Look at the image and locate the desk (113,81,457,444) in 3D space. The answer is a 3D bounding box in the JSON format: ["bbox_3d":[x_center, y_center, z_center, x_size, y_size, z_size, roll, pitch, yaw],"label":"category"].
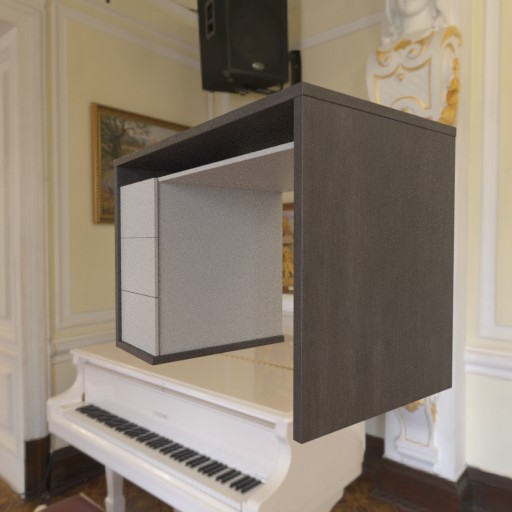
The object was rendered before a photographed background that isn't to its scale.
[{"bbox_3d":[0.000,0.000,1.530,0.600,0.750,1.100,-1,2,-37],"label":"desk"}]
